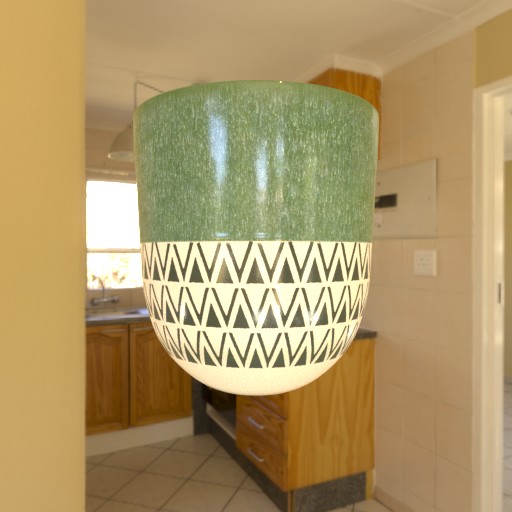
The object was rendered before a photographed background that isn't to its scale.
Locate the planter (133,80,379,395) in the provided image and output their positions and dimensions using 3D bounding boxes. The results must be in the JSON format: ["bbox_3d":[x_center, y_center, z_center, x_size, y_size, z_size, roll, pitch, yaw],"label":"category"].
[{"bbox_3d":[0.000,0.000,0.365,0.195,0.214,0.195,0,1,0],"label":"planter"}]
